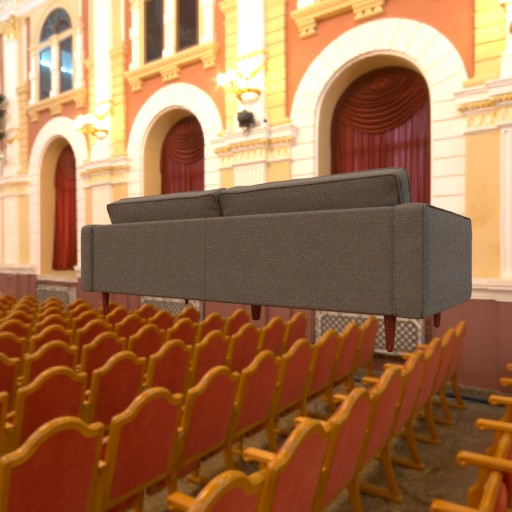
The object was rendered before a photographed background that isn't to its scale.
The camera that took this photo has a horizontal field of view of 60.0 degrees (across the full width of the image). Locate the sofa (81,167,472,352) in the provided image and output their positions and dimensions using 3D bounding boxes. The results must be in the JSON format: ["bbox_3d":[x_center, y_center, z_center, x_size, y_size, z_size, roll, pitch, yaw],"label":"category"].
[{"bbox_3d":[0.000,0.000,2.624,2.198,0.762,0.914,0,0,36],"label":"sofa"}]
